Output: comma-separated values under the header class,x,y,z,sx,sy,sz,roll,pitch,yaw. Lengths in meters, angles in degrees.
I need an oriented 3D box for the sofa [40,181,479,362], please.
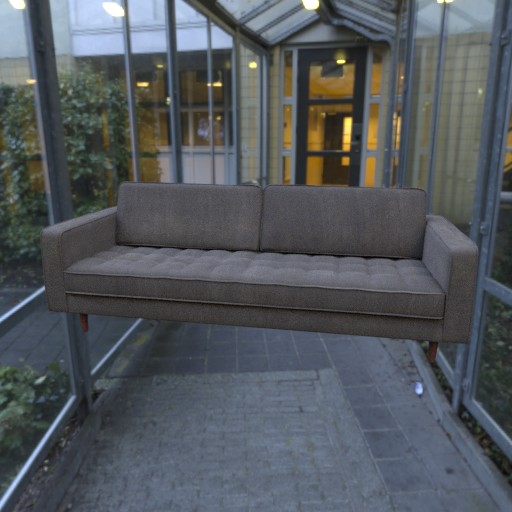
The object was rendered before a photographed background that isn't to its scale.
class,x,y,z,sx,sy,sz,roll,pitch,yaw
sofa,0.000,0.000,2.663,2.295,0.813,0.923,3,15,11
